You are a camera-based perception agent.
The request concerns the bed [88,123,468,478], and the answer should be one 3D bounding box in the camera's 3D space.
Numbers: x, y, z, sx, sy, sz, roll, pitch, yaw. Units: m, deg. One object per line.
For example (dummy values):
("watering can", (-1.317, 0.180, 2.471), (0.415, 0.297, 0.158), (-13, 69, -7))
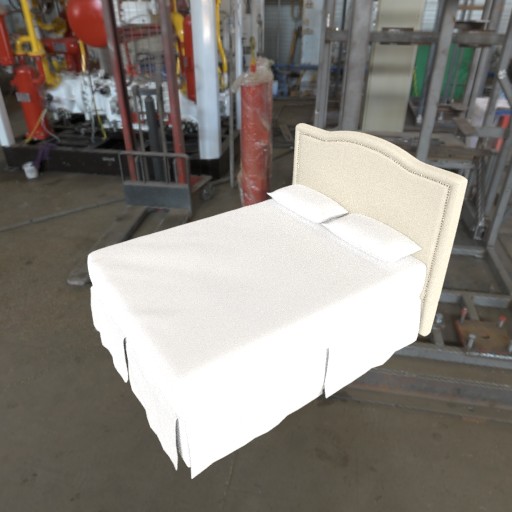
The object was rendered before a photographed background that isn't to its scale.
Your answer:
("bed", (0.000, 0.000, 3.265), (2.196, 1.449, 1.741), (-20, 36, -29))
